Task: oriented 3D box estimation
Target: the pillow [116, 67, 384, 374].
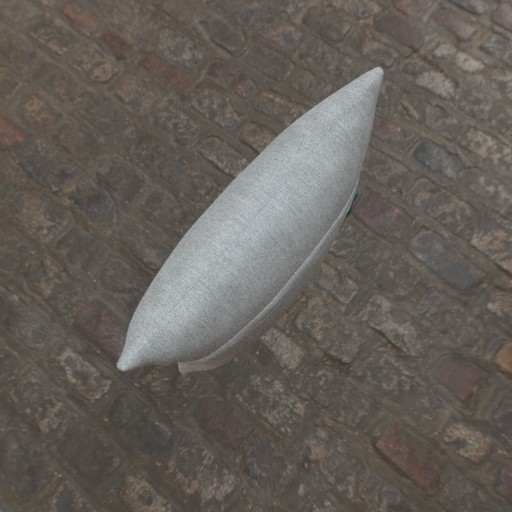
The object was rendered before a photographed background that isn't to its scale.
[{"bbox_3d":[0.000,0.000,0.670,0.173,0.436,0.433,38,77,10],"label":"pillow"}]
